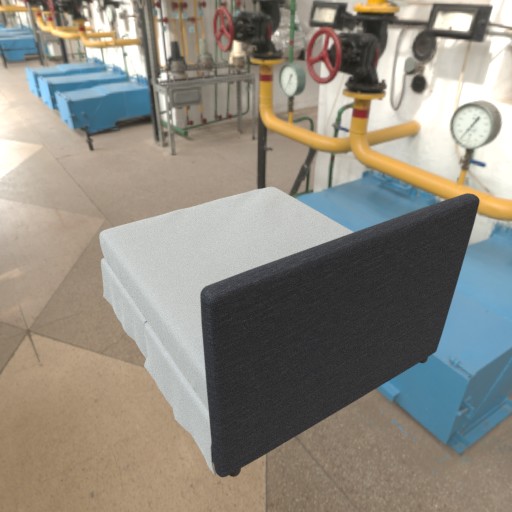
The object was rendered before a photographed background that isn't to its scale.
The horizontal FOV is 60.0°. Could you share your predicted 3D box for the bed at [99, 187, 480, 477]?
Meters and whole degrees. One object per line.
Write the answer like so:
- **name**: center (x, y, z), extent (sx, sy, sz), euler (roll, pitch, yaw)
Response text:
- **bed**: center (0.000, 0.000, 3.272), extent (1.884, 1.330, 2.142), euler (-19, 36, -28)
